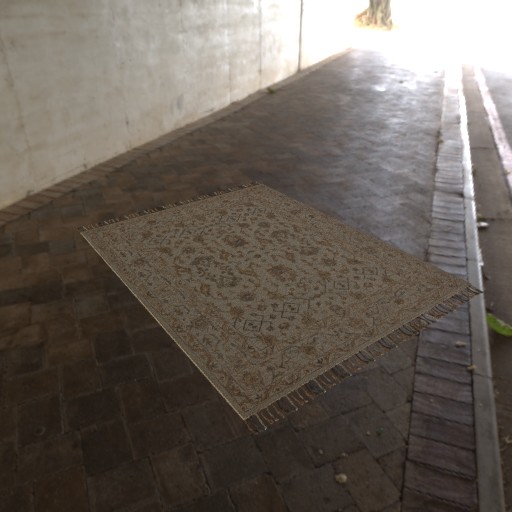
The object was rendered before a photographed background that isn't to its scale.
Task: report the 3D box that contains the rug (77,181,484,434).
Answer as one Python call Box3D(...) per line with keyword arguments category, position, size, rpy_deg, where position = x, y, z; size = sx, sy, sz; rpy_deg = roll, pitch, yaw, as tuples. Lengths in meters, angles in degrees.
Box3D(category="rug", position=(0.000, 0.000, 2.251), size=(1.278, 0.009, 1.726), rpy_deg=(-20, 36, -31))
